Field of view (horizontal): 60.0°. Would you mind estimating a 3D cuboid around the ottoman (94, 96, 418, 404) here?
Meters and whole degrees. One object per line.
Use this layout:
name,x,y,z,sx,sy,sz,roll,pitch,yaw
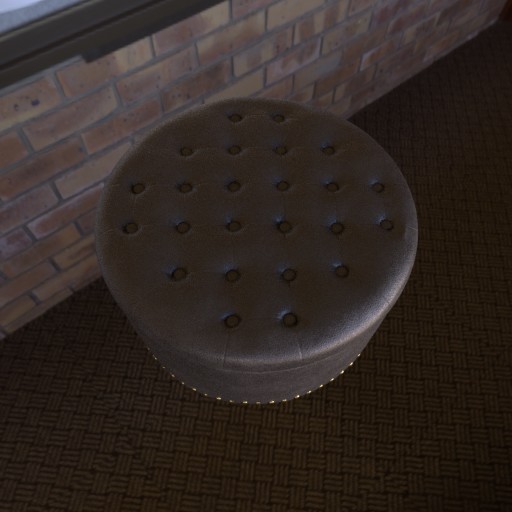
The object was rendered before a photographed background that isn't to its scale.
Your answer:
ottoman,0.000,0.000,1.043,0.637,0.442,0.637,0,60,0
